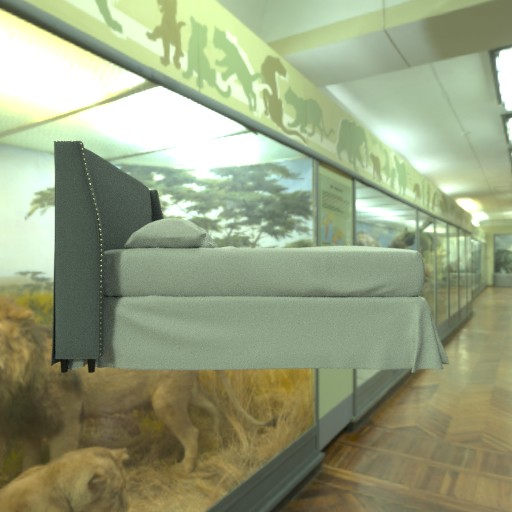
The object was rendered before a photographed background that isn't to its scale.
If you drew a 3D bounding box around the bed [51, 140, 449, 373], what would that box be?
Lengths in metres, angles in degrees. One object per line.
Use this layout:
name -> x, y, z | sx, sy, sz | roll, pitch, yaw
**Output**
bed -> 0.000, 0.000, 3.408 | 2.276, 1.332, 1.925 | 0, 0, 1
